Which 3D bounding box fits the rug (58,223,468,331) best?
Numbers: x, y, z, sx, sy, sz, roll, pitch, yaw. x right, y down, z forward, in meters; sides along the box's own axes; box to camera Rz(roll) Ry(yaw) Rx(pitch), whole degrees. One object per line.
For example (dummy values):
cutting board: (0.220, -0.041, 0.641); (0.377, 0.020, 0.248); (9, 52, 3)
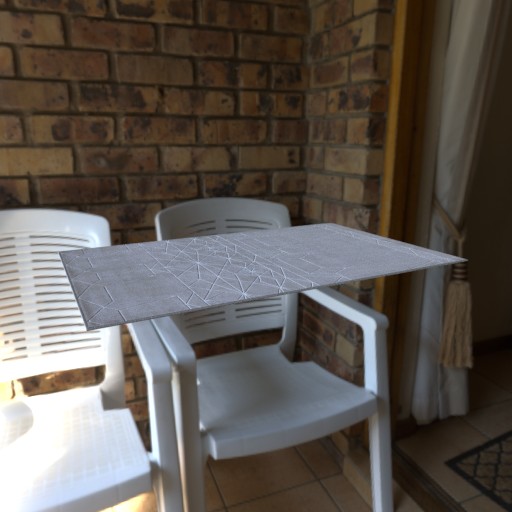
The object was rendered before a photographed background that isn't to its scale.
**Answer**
rug: (0.000, 0.000, 3.101); (2.438, 0.012, 1.524); (-8, 17, -27)
